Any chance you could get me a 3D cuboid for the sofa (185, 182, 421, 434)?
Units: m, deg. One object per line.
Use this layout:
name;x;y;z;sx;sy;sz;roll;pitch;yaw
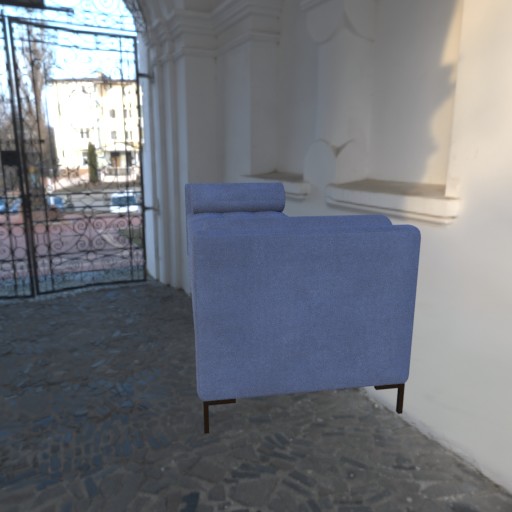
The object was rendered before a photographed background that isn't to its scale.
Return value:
sofa;0.000;0.000;2.284;0.686;0.635;1.981;-2;14;-9
